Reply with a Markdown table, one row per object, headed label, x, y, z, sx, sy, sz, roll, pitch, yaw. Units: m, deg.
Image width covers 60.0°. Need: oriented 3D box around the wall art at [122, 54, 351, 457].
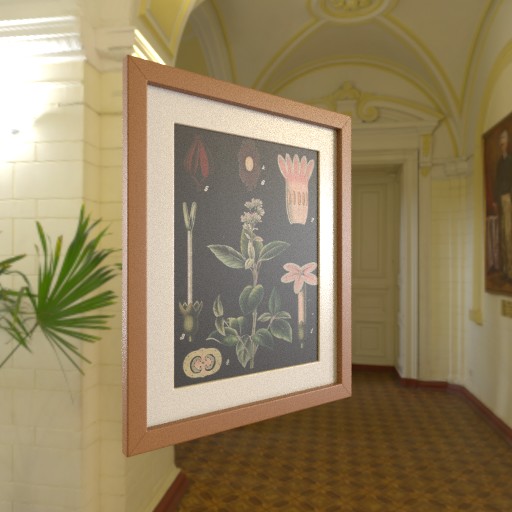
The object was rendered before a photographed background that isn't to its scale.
| label | x | y | z | sx | sy | sz | roll | pitch | yaw |
| --- | --- | --- | --- | --- | --- | --- | --- | --- | --- |
| wall art | 0.000 | 0.000 | 0.512 | 0.310 | 0.379 | 0.015 | 0 | 0 | -36 |
